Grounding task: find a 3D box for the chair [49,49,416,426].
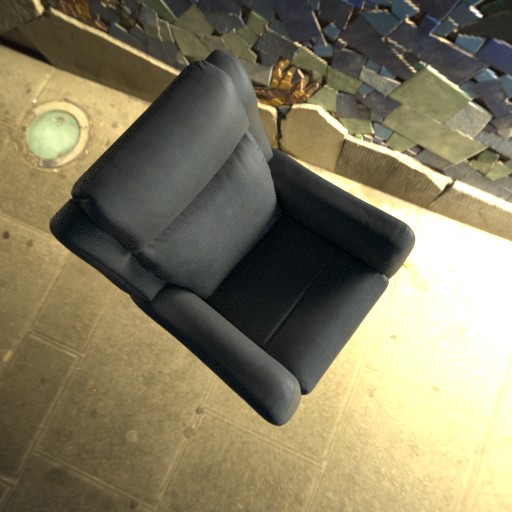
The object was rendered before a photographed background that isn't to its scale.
[{"bbox_3d":[0.000,0.000,1.851,1.068,1.116,0.965,38,78,9],"label":"chair"}]
